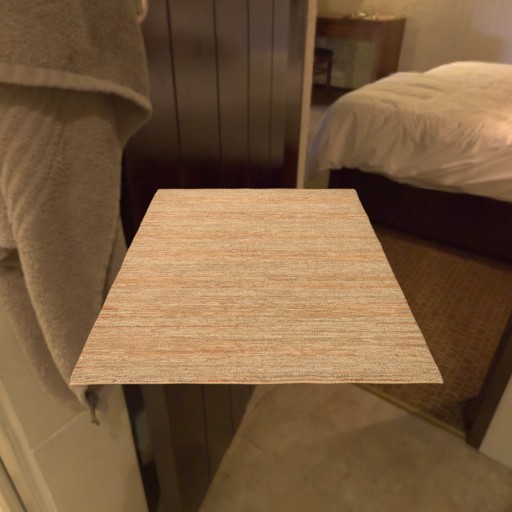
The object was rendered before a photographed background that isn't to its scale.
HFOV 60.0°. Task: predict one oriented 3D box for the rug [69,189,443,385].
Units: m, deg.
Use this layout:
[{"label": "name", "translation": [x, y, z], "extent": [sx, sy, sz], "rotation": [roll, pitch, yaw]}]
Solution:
[{"label": "rug", "translation": [0.000, 0.000, 3.925], "extent": [2.313, 0.009, 2.939], "rotation": [0, 32, 0]}]
